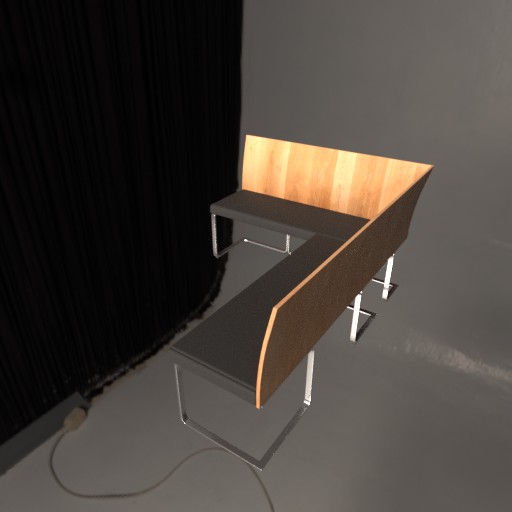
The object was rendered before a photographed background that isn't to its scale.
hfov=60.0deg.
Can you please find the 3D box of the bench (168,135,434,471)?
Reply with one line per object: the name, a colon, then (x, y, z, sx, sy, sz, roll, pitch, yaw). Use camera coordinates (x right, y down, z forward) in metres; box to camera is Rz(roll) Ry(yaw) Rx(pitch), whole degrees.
bench: (0.000, 0.000, 2.780, 1.495, 0.930, 1.945, 18, 33, 30)
